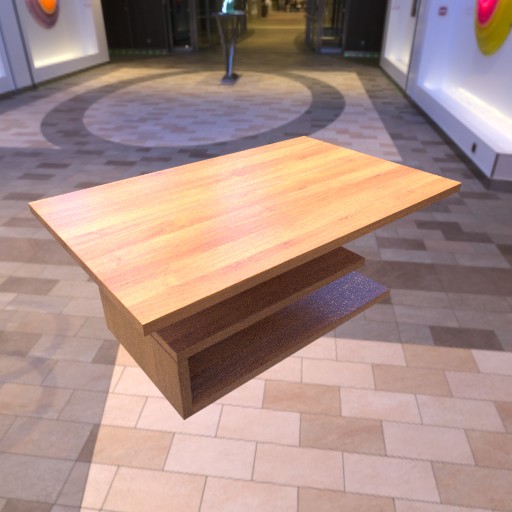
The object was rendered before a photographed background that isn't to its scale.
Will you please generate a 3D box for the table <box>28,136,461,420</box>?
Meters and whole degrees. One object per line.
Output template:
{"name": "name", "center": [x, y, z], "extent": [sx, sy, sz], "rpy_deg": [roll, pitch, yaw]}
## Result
{"name": "table", "center": [0.000, 0.000, 1.437], "extent": [1.100, 0.442, 0.700], "rpy_deg": [-23, 37, -33]}
